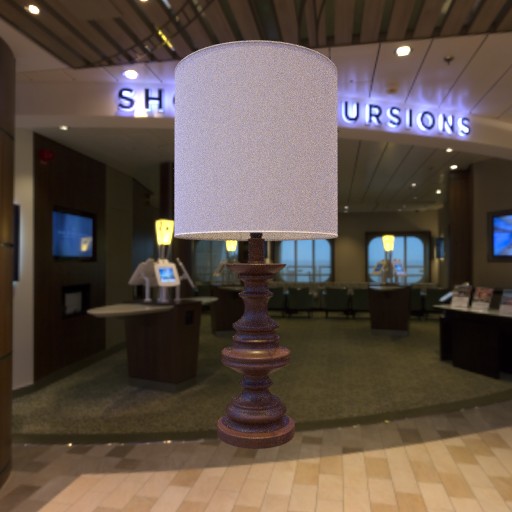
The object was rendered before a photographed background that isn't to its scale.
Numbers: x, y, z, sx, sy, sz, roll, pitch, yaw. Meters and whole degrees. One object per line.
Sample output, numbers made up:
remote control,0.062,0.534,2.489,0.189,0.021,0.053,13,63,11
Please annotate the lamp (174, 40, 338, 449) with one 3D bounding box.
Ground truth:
lamp,0.000,0.000,0.573,0.208,0.455,0.208,0,-1,-36
